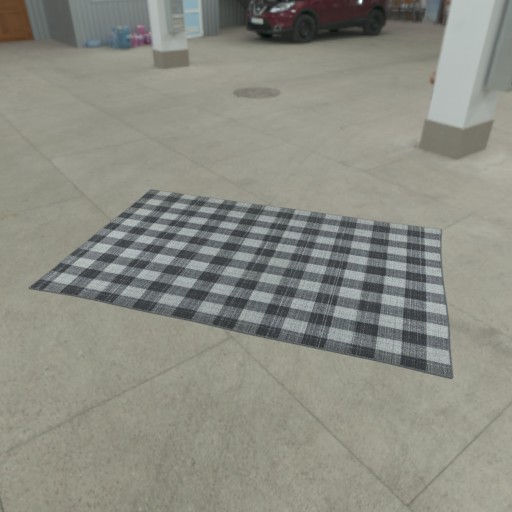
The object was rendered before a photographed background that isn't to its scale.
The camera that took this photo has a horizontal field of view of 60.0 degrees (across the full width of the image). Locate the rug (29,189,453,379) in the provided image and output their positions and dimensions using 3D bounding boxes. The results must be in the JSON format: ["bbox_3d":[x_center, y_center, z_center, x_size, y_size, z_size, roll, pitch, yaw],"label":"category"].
[{"bbox_3d":[0.000,0.000,3.055,2.476,0.011,1.554,10,34,15],"label":"rug"}]
